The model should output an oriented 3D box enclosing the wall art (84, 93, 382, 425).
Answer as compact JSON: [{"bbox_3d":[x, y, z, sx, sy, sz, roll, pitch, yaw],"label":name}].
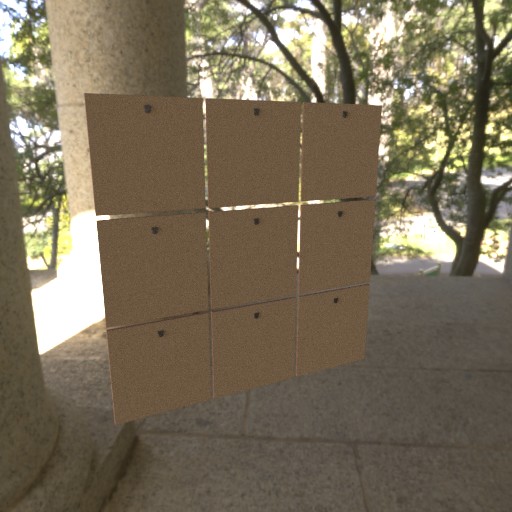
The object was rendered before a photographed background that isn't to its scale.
[{"bbox_3d":[0.000,0.000,1.830,1.221,1.218,0.019,-7,16,-25],"label":"wall art"}]
